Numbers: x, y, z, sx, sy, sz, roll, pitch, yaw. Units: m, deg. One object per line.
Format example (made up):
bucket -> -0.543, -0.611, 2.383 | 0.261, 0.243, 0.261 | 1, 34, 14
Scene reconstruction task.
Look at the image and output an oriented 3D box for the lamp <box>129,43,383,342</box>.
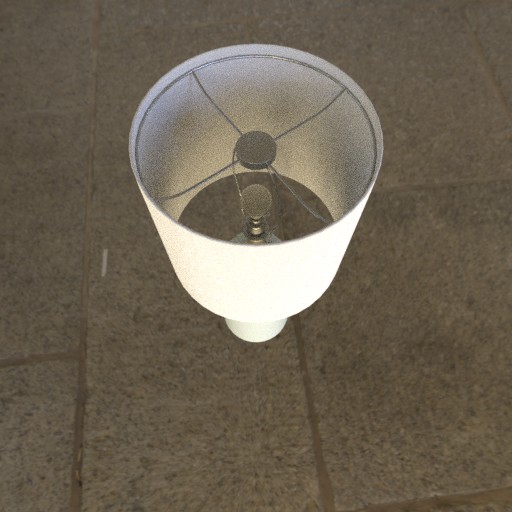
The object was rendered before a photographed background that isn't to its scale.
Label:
lamp -> 0.000, 0.000, 0.594 | 0.212, 0.493, 0.212 | -34, 70, -14
